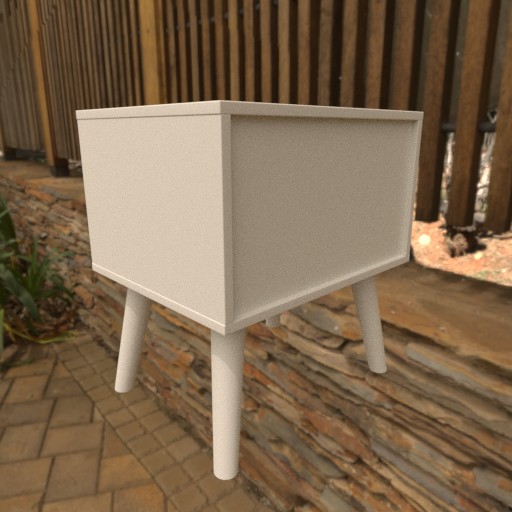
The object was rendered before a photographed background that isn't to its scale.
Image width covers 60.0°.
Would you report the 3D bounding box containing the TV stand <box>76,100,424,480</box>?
[{"bbox_3d":[0.000,0.000,0.900,0.508,0.559,0.405,-15,22,-42],"label":"TV stand"}]
